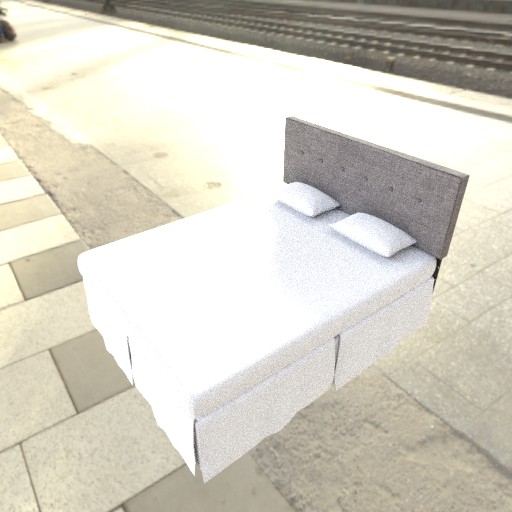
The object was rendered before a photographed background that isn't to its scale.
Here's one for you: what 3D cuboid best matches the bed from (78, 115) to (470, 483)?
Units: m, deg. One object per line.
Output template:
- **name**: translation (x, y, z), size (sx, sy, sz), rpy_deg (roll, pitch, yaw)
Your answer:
- **bed**: translation (0.000, 0.000, 2.940), size (1.958, 1.168, 1.621), rpy_deg (-23, 40, -31)
